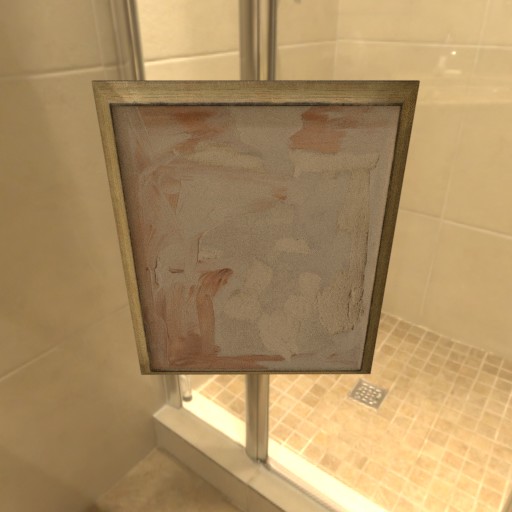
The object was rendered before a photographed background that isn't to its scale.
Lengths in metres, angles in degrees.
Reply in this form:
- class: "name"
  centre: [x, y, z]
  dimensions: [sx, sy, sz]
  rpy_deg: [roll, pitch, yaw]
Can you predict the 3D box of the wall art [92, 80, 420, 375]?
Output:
- class: "wall art"
  centre: [0.000, 0.000, 0.619]
  dimensions: [0.381, 0.457, 0.023]
  rpy_deg: [0, 29, 0]
